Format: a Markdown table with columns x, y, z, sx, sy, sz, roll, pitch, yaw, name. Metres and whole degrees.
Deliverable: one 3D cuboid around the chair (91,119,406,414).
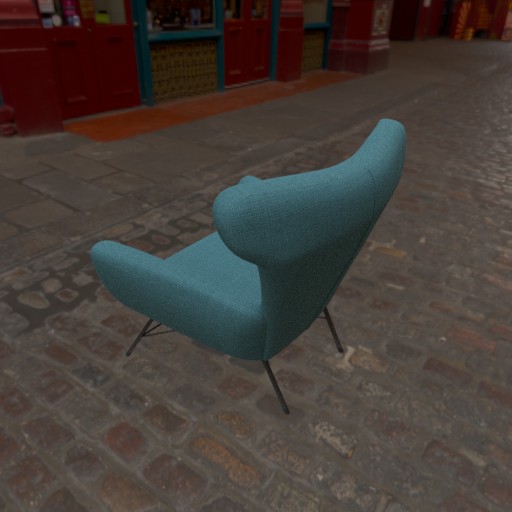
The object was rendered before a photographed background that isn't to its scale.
| x | y | z | sx | sy | sz | roll | pitch | yaw | name |
| --- | --- | --- | --- | --- | --- | --- | --- | --- | --- |
| 0.000 | 0.000 | 1.758 | 0.900 | 0.980 | 1.050 | 21 | 36 | 31 | chair |
